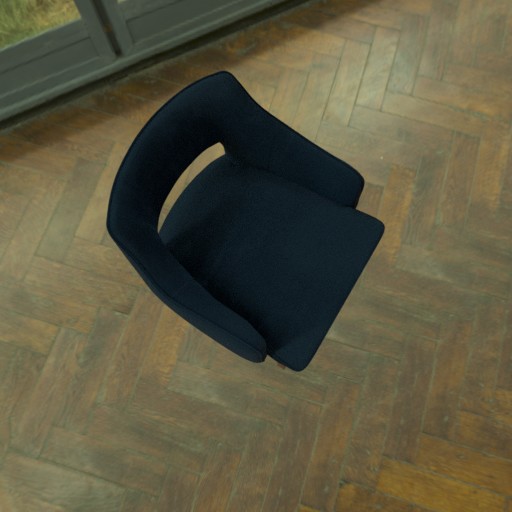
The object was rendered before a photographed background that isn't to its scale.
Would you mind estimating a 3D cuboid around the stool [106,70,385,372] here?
[{"bbox_3d":[0.000,0.000,1.311,0.560,0.940,0.550,31,77,8],"label":"stool"}]
